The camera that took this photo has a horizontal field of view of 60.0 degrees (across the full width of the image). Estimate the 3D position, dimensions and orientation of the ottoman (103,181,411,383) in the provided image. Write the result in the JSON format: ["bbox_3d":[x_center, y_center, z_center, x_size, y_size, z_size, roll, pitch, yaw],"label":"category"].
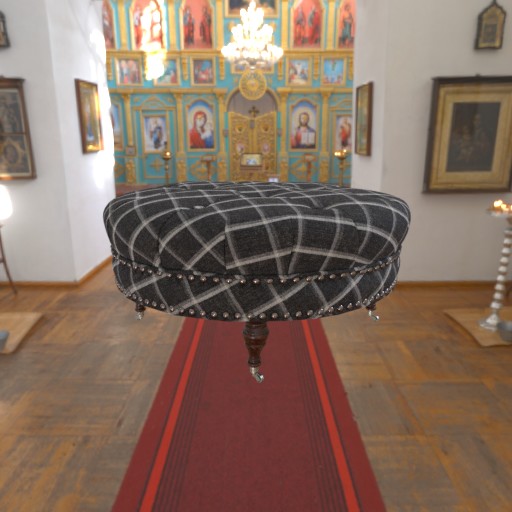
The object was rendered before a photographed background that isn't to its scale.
[{"bbox_3d":[0.000,0.000,1.383,0.901,0.439,0.901,0,14,0],"label":"ottoman"}]
